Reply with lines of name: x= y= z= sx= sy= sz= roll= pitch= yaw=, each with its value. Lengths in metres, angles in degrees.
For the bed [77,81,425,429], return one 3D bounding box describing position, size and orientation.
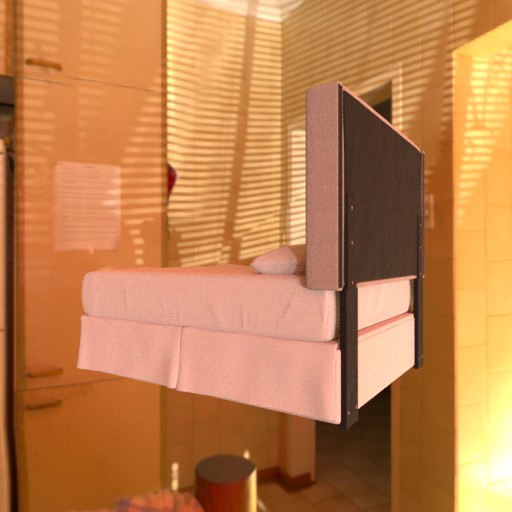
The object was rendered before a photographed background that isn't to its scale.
bed: x=0.000 y=0.000 z=3.333 sx=2.066 sy=1.665 sz=1.719 roll=0 pitch=0 yaw=34
